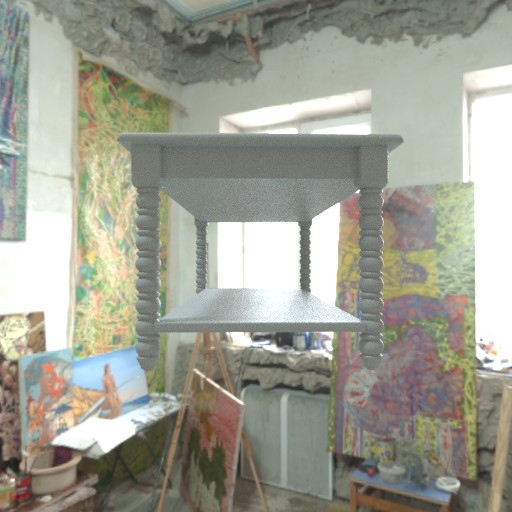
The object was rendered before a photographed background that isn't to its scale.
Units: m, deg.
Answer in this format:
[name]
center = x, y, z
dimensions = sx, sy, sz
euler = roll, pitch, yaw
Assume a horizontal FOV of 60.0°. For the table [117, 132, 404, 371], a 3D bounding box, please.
[table]
center = 0.000, 0.000, 1.469
dimensions = 0.580, 0.487, 1.171
euler = 0, 0, -1
